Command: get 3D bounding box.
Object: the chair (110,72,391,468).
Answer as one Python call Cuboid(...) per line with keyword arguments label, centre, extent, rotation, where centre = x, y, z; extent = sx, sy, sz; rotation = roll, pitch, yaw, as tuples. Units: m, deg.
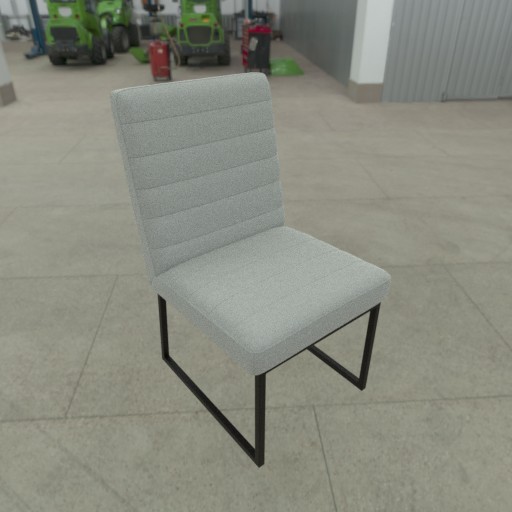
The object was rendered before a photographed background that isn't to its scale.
Cuboid(label="chair", centre=(0.000, 0.000, 1.325), extent=(0.520, 0.930, 0.634), rotation=(-22, 37, -33))
